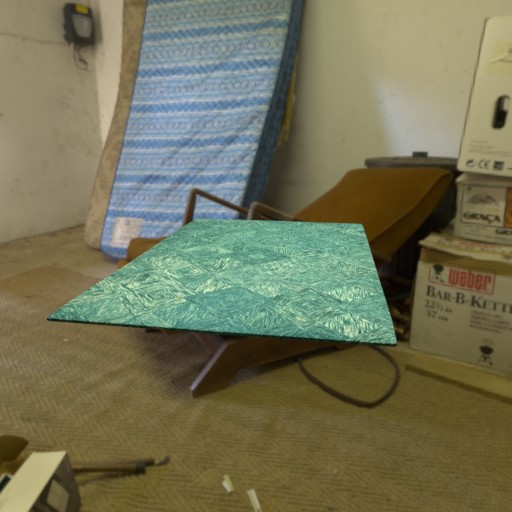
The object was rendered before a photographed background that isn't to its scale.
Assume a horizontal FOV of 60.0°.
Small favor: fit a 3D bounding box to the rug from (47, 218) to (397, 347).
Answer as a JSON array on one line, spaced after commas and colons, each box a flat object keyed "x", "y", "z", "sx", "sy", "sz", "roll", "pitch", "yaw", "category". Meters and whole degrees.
[{"x": 0.000, "y": 0.000, "z": 2.195, "sx": 1.136, "sy": 0.017, "sz": 1.728, "roll": 3, "pitch": 16, "yaw": 9, "category": "rug"}]
